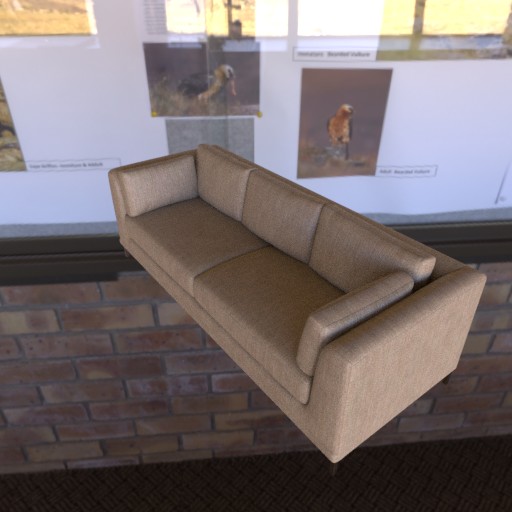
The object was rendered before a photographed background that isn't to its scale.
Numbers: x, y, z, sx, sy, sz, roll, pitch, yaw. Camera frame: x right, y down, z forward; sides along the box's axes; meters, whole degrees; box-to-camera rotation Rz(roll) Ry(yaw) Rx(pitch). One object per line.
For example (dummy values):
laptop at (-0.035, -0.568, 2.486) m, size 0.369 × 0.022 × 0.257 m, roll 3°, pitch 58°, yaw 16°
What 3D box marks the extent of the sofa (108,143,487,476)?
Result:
sofa at (0.000, 0.000, 2.856) m, size 0.969 × 0.867 × 2.415 m, roll -22°, pitch 39°, yaw -30°
